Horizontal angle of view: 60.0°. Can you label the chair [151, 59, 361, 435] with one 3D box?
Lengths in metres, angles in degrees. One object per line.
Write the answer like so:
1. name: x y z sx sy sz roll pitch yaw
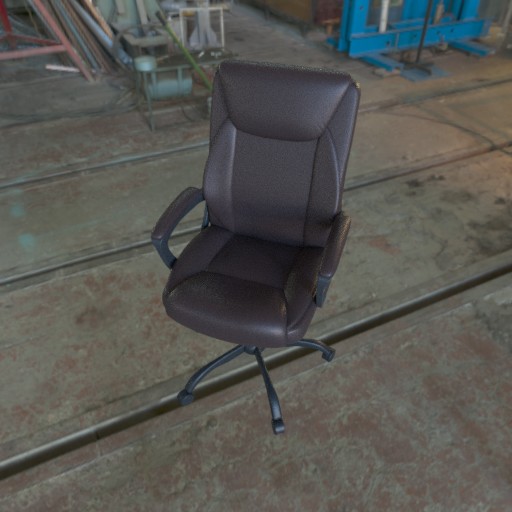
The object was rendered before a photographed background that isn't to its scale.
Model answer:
1. chair: 0.000 0.000 1.480 0.615 1.072 0.655 13 42 14
